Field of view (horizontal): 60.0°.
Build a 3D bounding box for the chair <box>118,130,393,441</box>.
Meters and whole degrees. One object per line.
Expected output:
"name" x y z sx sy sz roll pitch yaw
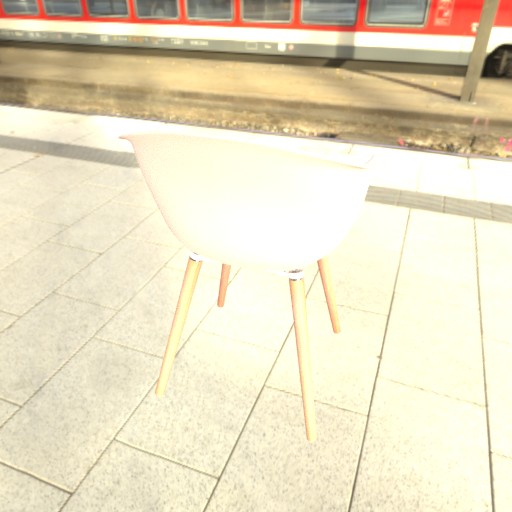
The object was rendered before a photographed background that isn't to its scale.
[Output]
"chair" 0.000 0.000 1.139 0.593 0.781 0.504 11 34 16
